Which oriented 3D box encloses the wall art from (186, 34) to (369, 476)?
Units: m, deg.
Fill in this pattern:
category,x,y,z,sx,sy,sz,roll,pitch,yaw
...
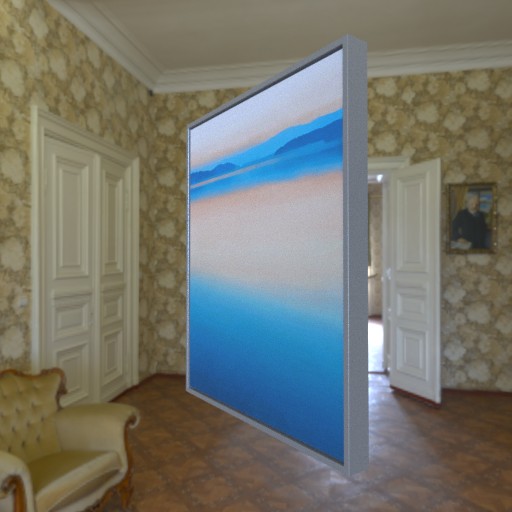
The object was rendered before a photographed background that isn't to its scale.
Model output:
category,x,y,z,sx,sy,sz,roll,pitch,yaw
wall art,0.000,0.000,0.750,0.037,0.554,0.453,1,-1,-35
